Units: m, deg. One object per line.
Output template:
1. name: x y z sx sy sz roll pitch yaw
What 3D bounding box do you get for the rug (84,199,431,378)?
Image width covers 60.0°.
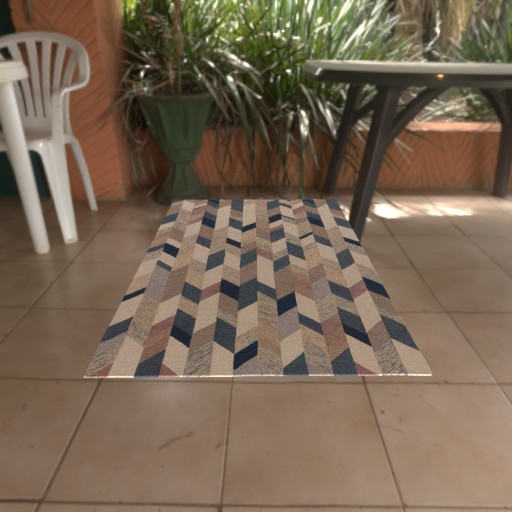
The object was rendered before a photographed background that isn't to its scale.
1. rug: 0.000 0.000 3.007 1.513 0.008 2.423 0 25 0
